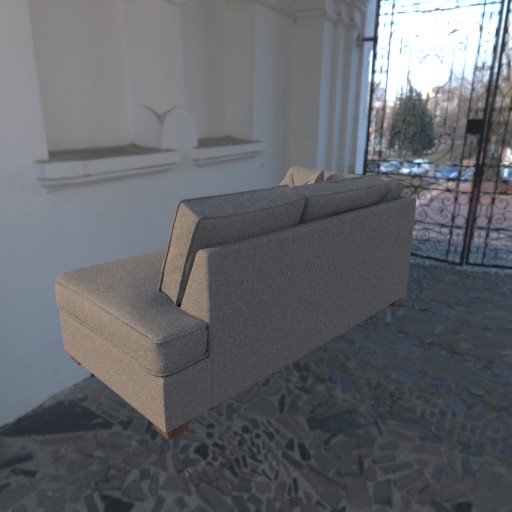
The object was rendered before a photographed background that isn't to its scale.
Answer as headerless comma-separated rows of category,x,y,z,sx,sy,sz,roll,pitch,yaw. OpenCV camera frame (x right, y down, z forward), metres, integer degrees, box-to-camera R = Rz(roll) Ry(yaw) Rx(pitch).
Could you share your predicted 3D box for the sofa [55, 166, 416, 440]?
sofa,0.000,0.000,2.881,1.110,1.033,2.237,16,23,42
